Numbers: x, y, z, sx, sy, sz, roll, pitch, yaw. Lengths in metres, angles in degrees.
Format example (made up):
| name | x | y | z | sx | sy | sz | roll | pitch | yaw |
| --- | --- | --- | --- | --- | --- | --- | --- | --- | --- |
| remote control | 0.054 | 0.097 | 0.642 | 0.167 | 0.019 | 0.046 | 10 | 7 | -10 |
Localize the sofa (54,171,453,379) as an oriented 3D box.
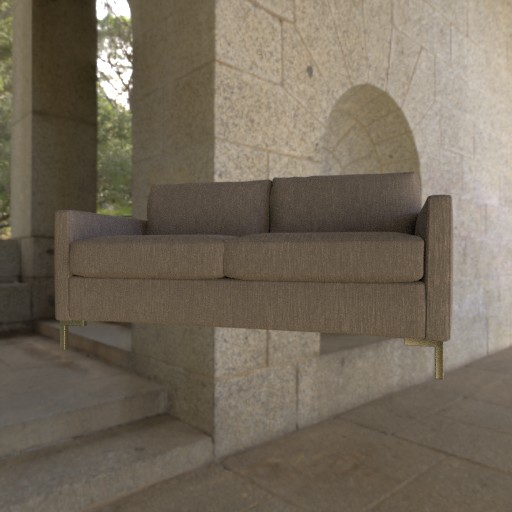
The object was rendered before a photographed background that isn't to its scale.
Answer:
| name | x | y | z | sx | sy | sz | roll | pitch | yaw |
| --- | --- | --- | --- | --- | --- | --- | --- | --- | --- |
| sofa | 0.000 | 0.000 | 2.128 | 1.682 | 0.840 | 0.875 | 0 | 0 | 18 |
